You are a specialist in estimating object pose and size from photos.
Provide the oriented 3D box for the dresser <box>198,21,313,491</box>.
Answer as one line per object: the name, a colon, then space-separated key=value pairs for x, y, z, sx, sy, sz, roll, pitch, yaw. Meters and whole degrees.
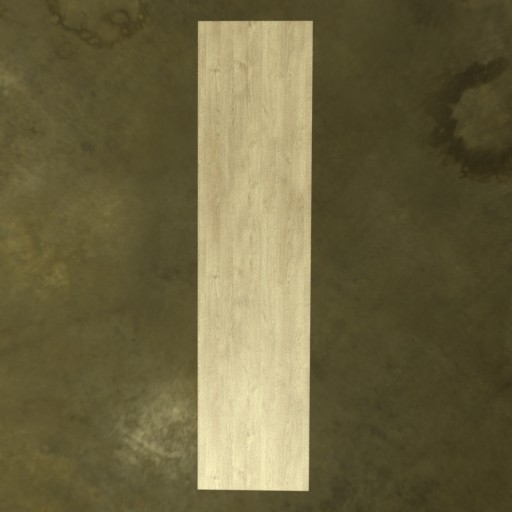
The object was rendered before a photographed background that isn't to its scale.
dresser: x=0.000 y=0.000 z=1.894 sx=0.390 sy=0.795 sz=1.590 roll=0 pitch=92 yaw=1
